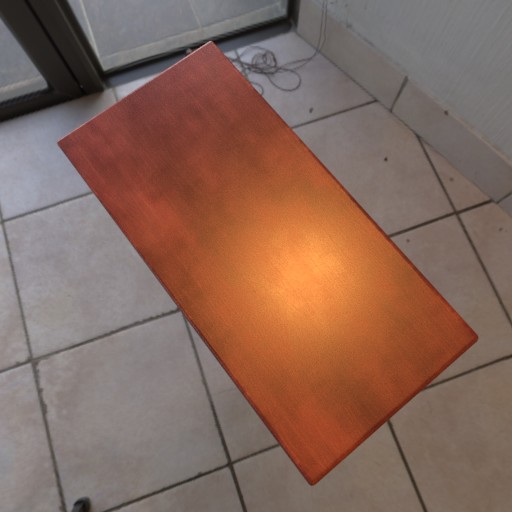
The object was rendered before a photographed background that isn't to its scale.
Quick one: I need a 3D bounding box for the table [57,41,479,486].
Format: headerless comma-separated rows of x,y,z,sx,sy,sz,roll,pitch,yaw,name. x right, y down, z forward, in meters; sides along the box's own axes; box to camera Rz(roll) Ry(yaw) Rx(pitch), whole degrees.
0.000,0.000,1.456,0.580,0.485,1.171,-37,79,-9,table
